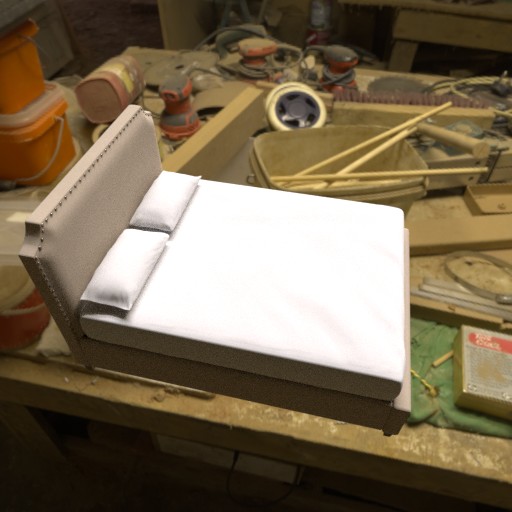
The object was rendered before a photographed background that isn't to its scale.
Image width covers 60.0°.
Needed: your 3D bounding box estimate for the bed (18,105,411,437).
[{"bbox_3d":[0.000,0.000,3.263,2.329,1.415,1.703,10,47,9],"label":"bed"}]
